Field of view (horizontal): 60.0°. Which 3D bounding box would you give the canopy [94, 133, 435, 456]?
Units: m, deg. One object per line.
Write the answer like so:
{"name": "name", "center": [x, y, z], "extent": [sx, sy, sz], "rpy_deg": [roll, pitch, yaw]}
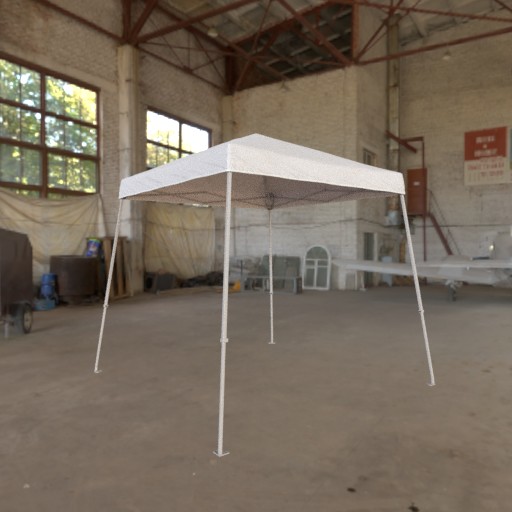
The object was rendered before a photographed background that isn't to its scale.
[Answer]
{"name": "canopy", "center": [0.000, 0.000, 5.177], "extent": [2.848, 2.849, 2.849], "rpy_deg": [-1, 1, -37]}
